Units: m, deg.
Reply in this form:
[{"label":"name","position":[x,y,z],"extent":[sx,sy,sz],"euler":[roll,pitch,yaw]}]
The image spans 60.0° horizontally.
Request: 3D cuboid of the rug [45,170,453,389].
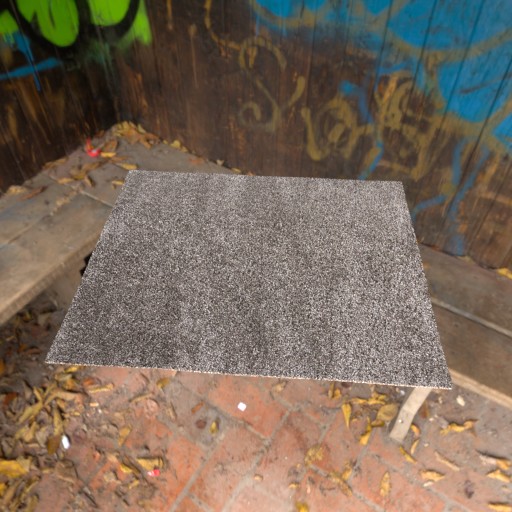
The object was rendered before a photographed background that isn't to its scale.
[{"label":"rug","position":[0.000,0.000,4.058],"extent":[3.000,0.025,2.401],"euler":[3,47,3]}]
